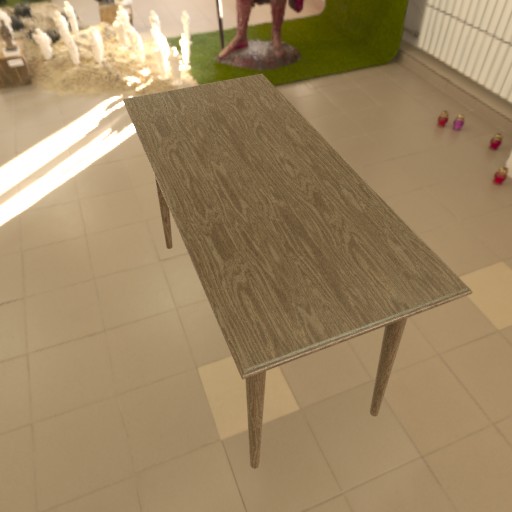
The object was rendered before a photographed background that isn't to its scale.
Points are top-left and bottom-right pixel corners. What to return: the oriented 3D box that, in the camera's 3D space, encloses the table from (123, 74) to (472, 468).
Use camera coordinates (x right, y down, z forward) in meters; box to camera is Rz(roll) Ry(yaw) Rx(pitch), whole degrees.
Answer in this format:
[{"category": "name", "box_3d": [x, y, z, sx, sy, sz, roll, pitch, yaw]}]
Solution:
[{"category": "table", "box_3d": [0.000, 0.000, 1.686, 0.599, 0.780, 1.300, -17, 48, -15]}]
